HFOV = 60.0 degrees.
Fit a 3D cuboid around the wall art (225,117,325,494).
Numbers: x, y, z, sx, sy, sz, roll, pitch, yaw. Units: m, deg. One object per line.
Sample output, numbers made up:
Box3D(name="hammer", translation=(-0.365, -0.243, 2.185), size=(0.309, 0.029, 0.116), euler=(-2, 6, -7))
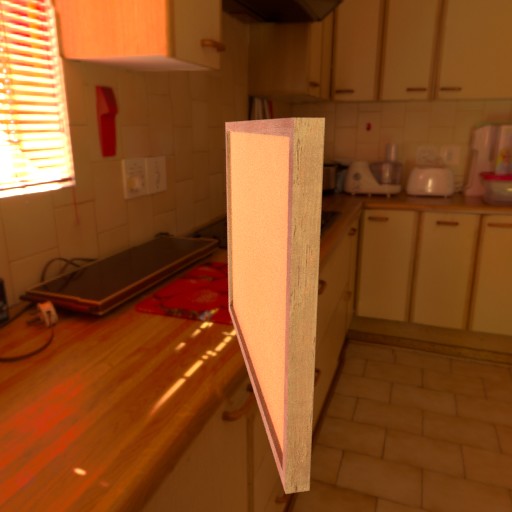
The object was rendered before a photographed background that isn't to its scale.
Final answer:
Box3D(name="wall art", translation=(0.000, 0.000, 1.732), size=(0.070, 1.009, 1.320), euler=(-3, 17, -10))
